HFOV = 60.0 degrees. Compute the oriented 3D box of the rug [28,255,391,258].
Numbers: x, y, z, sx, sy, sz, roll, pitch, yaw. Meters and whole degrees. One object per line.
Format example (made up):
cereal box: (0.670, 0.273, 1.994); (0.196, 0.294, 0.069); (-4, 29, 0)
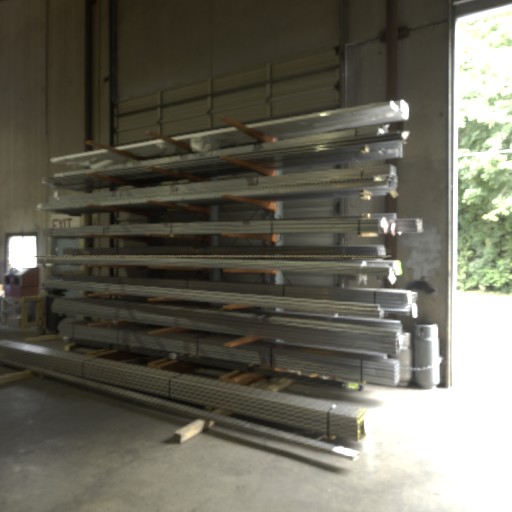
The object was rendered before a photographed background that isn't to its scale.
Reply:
rug: (0.000, 0.000, 4.102); (2.380, 0.008, 2.977); (0, 0, 18)
